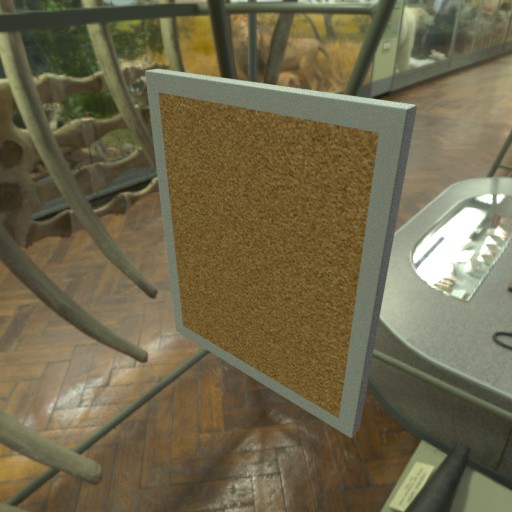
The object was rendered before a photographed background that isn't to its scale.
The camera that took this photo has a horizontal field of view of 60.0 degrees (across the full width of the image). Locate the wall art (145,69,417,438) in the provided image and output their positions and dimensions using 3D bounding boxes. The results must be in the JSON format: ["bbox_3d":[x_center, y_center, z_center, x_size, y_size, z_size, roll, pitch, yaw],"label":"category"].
[{"bbox_3d":[0.000,0.000,0.761,0.454,0.556,0.028,23,37,33],"label":"wall art"}]
